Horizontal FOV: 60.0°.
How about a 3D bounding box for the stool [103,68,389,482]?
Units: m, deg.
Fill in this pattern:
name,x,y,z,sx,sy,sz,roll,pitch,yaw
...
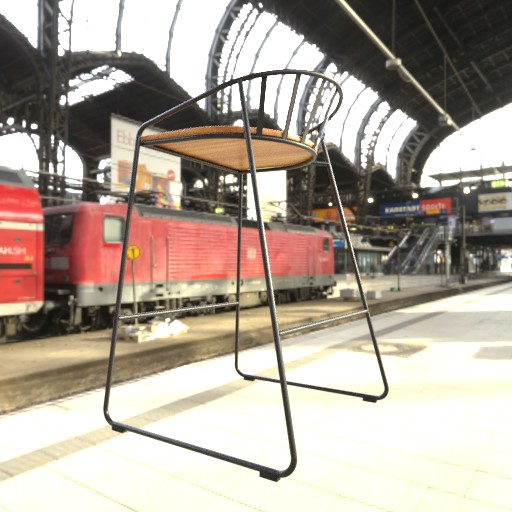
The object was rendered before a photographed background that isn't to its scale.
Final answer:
name,x,y,z,sx,sy,sz,roll,pitch,yaw
stool,0.000,0.000,1.141,0.521,0.812,0.546,-1,-1,34
